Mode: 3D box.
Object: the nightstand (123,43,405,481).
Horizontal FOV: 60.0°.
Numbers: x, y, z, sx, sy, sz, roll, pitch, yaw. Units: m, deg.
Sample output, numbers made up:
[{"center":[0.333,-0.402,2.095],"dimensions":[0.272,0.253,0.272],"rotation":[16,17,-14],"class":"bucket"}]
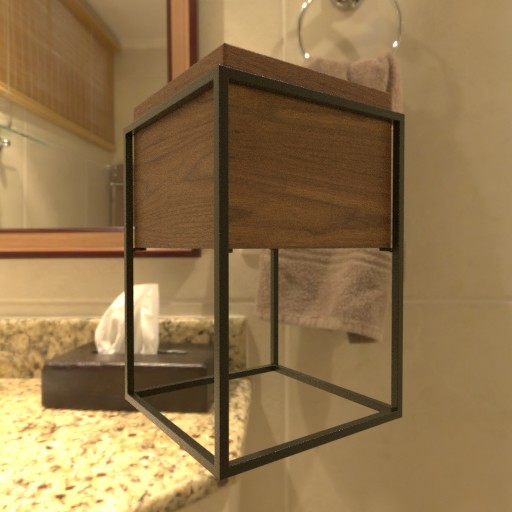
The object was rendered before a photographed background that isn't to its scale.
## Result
[{"center":[0.000,0.000,0.878],"dimensions":[0.397,0.607,0.397],"rotation":[-1,2,-35],"class":"nightstand"}]
